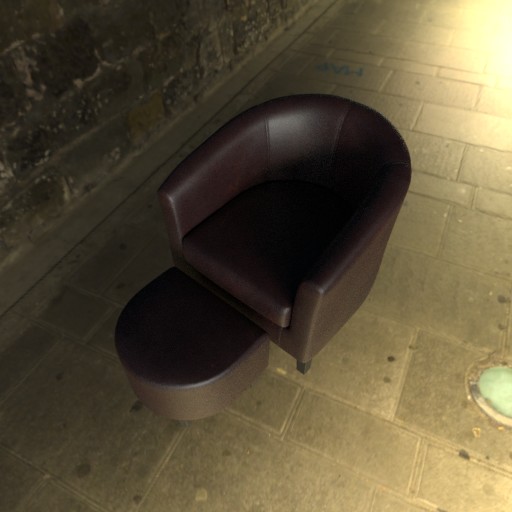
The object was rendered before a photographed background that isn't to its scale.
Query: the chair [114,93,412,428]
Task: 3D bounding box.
[{"bbox_3d":[0.000,0.000,1.613,0.737,0.755,1.176,32,55,26],"label":"chair"}]
